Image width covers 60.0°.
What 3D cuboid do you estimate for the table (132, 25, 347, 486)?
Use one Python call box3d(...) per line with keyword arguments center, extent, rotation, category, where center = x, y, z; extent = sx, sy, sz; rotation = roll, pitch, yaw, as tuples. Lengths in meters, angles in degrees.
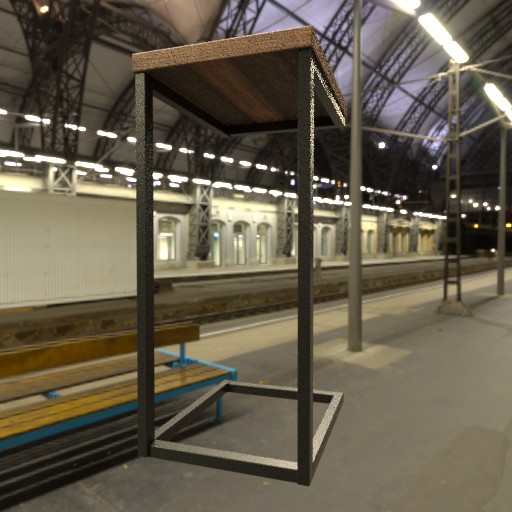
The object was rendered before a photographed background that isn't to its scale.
box3d(center=(0.000, 0.000, 0.932), extent=(0.323, 0.718, 0.414), rotation=(0, 2, 19), category="table")
